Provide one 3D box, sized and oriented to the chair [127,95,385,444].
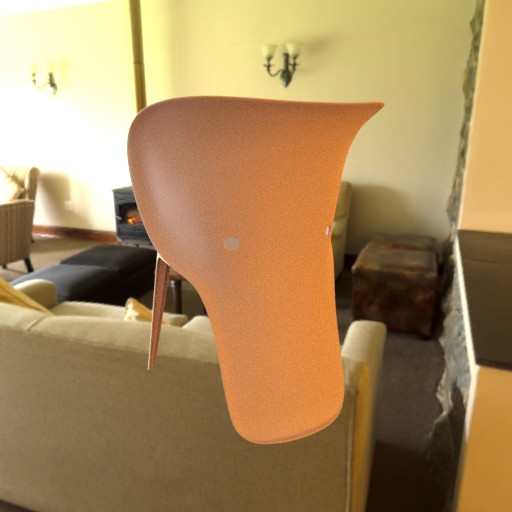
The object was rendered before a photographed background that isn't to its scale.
[{"bbox_3d":[0.000,0.000,0.855,0.451,0.554,0.402,-8,18,-26],"label":"chair"}]
